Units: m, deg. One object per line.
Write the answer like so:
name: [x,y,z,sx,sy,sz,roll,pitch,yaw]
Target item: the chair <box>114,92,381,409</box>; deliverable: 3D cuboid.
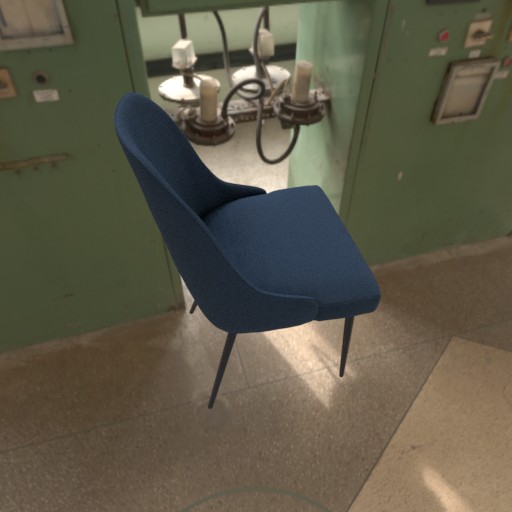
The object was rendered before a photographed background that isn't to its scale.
chair: [0.000,0.000,1.215,0.559,0.896,0.478,-11,48,-10]
